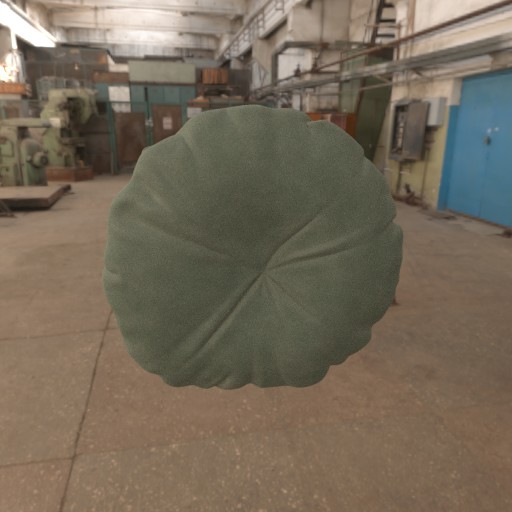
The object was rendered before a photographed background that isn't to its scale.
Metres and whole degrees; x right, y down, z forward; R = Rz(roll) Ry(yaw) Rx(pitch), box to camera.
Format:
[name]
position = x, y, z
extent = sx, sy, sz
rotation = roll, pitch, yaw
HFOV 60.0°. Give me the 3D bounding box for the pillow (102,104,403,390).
[pillow]
position = 0.000, 0.000, 0.629
extent = 0.428, 0.407, 0.148
rotation = -3, 17, -9
